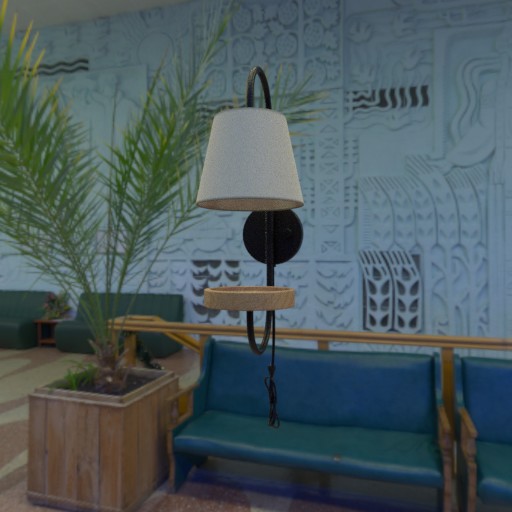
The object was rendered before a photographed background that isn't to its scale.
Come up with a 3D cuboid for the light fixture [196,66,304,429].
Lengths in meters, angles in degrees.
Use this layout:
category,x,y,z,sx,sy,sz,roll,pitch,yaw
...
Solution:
category,x,y,z,sx,sy,sz,roll,pitch,yaw
light fixture,0.000,0.000,0.943,0.220,0.821,0.299,0,0,18
